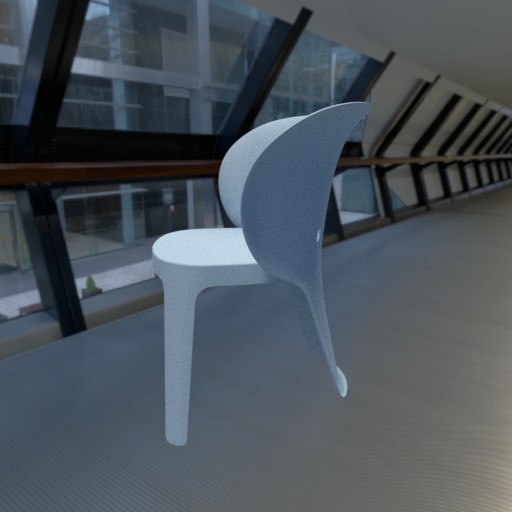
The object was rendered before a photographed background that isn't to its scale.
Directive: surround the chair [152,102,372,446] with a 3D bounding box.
[{"bbox_3d":[0.000,0.000,0.880,0.402,0.554,0.451,-2,14,-9],"label":"chair"}]
